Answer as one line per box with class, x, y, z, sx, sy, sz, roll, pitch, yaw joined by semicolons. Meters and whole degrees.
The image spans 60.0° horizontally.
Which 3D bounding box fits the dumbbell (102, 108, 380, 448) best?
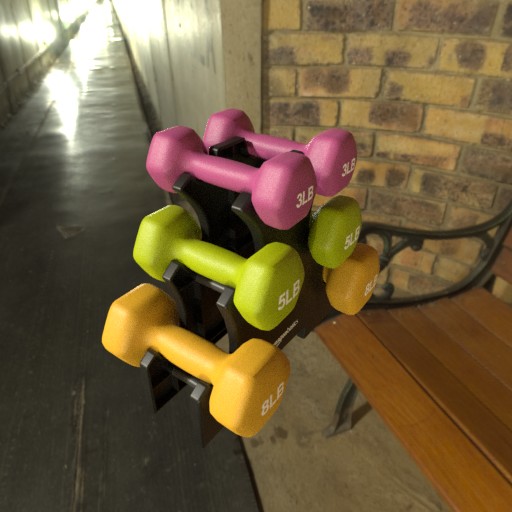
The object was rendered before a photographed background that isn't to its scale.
dumbbell;0.000;0.000;0.476;0.190;0.271;0.300;22;39;30
